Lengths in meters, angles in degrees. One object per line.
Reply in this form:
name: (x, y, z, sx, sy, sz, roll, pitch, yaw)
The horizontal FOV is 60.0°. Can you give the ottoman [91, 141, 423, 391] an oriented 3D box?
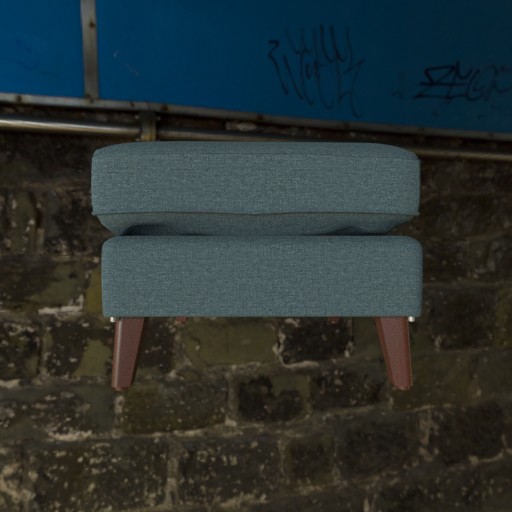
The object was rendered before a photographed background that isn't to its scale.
ottoman: (0.000, 0.000, 1.230, 0.629, 0.503, 0.835, 0, 2, -1)
